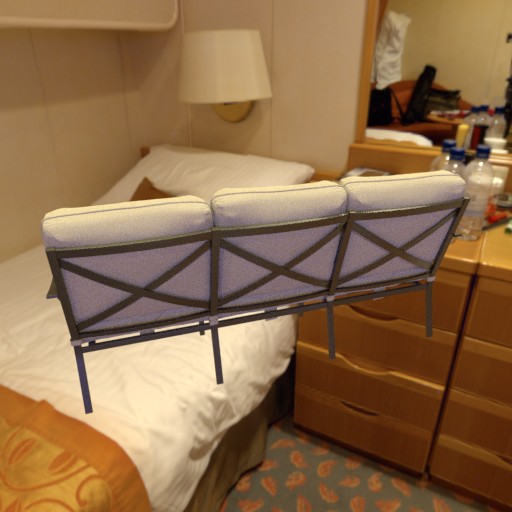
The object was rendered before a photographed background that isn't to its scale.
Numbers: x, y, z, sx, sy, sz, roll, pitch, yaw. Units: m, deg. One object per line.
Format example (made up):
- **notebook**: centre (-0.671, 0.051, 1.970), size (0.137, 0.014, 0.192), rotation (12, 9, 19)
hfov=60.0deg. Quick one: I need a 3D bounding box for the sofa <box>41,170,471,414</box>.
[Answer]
- **sofa**: centre (0.000, 0.000, 2.116), size (1.740, 0.860, 0.787), rotation (-8, 27, -16)
